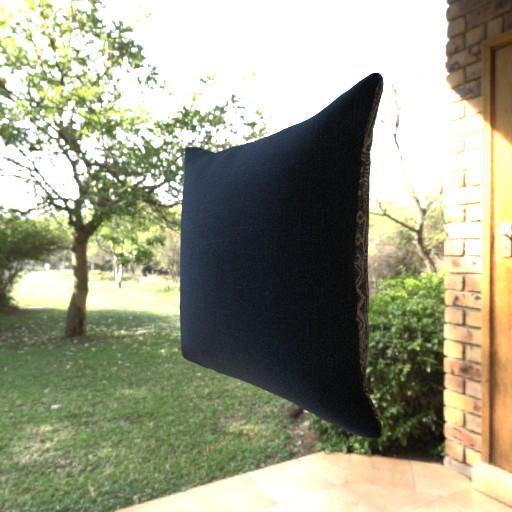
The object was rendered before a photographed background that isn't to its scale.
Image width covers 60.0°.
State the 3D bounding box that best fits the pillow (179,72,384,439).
[{"bbox_3d":[0.000,0.000,0.792,0.180,0.487,0.546,0,0,-37],"label":"pillow"}]
